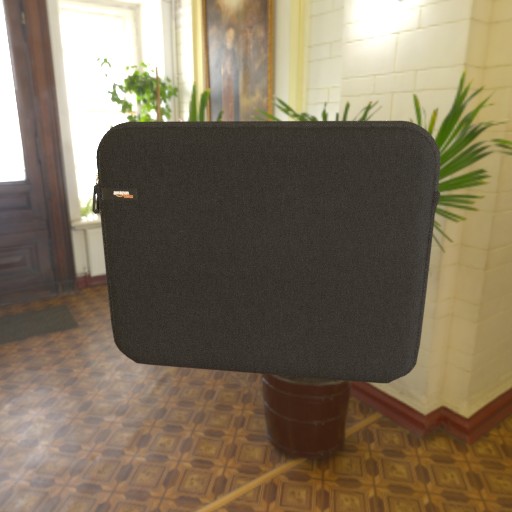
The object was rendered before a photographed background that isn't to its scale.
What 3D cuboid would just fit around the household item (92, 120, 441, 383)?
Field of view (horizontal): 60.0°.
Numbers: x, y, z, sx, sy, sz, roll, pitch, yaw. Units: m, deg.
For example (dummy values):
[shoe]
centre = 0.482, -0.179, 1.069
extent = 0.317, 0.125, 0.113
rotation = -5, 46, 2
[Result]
[household item]
centre = 0.000, 0.000, 0.524
extent = 0.396, 0.305, 0.030
rotation = 2, 16, 8
